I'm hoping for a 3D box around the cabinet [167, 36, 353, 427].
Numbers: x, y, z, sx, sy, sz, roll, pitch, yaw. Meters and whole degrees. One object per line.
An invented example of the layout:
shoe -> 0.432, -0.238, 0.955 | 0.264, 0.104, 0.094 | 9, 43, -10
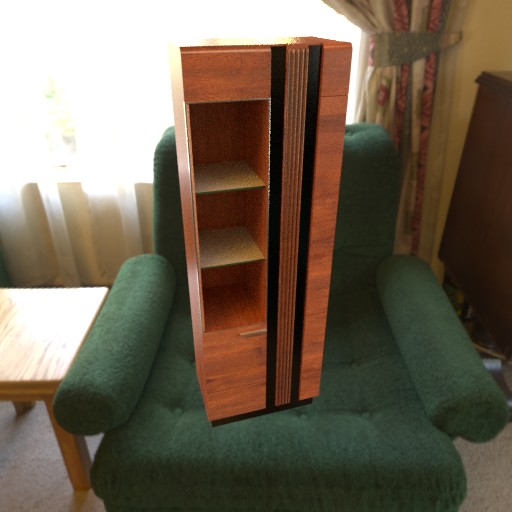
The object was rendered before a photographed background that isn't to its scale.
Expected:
cabinet -> 0.000, 0.000, 2.262 | 0.660, 1.980, 0.420 | -8, 31, -14
